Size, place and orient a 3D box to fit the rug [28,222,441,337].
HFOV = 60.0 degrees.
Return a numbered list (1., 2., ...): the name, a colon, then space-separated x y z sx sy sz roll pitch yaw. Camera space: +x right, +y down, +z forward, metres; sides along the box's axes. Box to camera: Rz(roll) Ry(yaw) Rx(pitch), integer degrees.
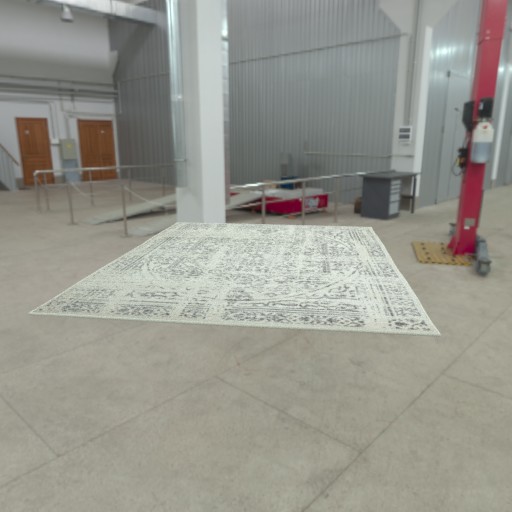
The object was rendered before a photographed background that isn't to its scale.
1. rug: 0.000 0.000 3.819 2.311 0.032 2.921 2 15 7
